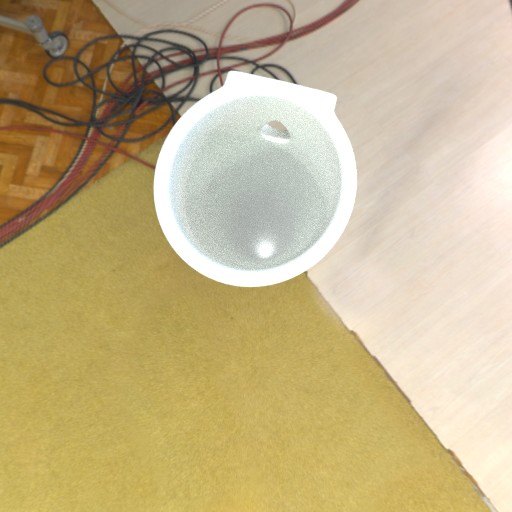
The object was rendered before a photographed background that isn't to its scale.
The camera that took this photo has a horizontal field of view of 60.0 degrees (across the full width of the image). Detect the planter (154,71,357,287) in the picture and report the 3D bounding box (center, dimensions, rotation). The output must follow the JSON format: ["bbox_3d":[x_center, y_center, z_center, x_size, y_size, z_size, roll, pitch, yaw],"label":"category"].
[{"bbox_3d":[0.000,0.000,0.219,0.057,0.193,0.064,14,77,3],"label":"planter"}]
